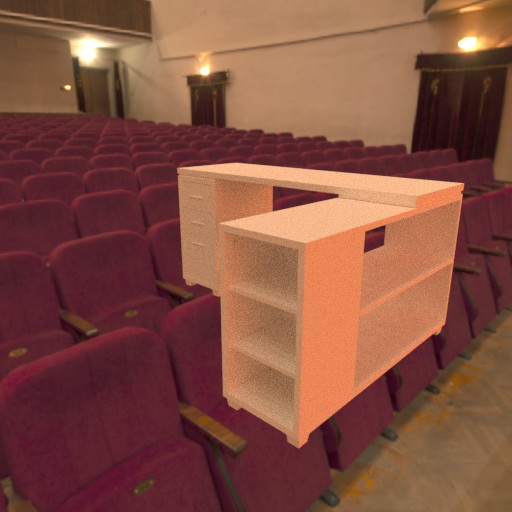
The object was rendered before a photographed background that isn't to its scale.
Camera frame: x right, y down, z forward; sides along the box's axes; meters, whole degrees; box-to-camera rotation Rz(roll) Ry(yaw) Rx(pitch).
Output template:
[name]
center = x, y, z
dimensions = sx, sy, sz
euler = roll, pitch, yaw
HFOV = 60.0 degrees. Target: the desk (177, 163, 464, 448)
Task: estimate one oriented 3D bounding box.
[desk]
center = 0.000, 0.000, 2.252
dimensions = 1.524, 0.759, 1.199
euler = 16, 23, 41
